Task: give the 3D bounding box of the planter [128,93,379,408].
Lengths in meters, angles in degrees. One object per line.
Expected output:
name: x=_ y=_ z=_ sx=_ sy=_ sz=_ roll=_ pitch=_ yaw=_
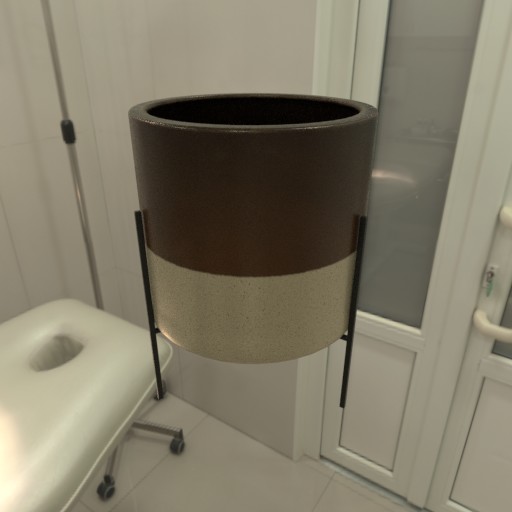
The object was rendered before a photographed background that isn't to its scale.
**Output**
planter: x=0.000 y=0.000 z=0.721 sx=0.354 sy=0.465 sz=0.345 roll=16 pitch=31 yaw=30
